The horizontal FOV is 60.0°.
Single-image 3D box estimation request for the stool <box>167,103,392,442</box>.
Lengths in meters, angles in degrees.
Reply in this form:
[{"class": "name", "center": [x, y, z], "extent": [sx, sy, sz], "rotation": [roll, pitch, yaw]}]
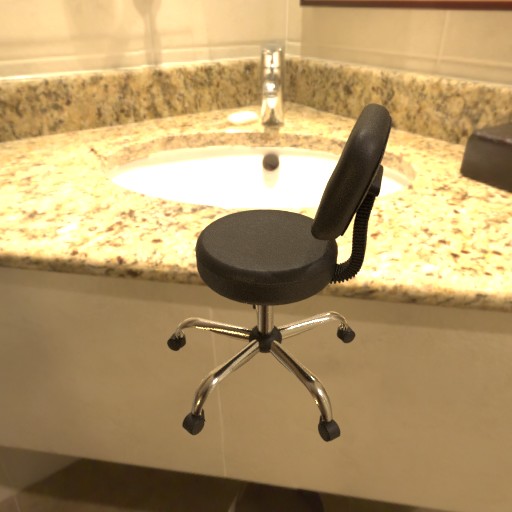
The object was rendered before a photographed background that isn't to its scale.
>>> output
[{"class": "stool", "center": [0.000, 0.000, 1.298], "extent": [0.648, 0.862, 0.673], "rotation": [9, 32, 14]}]
